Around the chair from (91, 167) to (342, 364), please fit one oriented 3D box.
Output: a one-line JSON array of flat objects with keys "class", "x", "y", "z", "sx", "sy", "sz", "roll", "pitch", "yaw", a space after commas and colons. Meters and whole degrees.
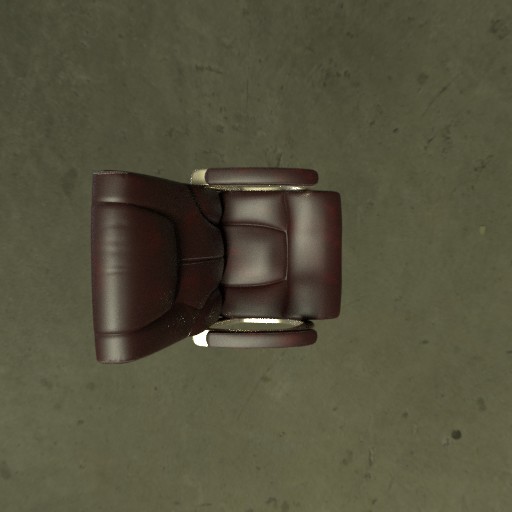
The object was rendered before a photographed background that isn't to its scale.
[{"class": "chair", "x": 0.000, "y": 0.000, "z": 1.550, "sx": 0.739, "sy": 1.107, "sz": 0.662, "roll": 0, "pitch": 93, "yaw": 1}]
